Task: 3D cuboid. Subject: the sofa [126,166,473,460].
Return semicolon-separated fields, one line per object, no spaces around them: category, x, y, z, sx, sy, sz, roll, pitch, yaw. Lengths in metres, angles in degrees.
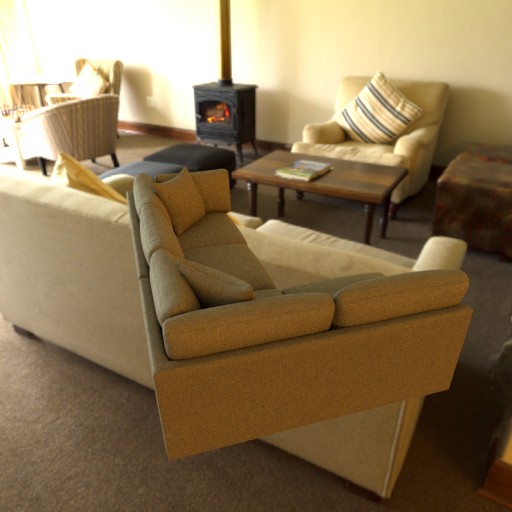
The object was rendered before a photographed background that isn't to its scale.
sofa;0.000;0.000;3.820;1.994;0.978;2.896;-8;29;-15
